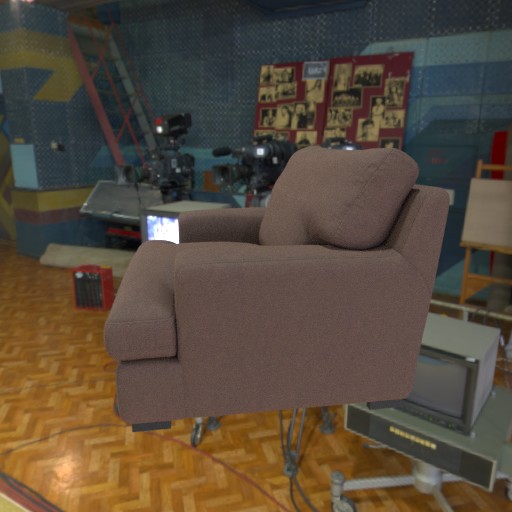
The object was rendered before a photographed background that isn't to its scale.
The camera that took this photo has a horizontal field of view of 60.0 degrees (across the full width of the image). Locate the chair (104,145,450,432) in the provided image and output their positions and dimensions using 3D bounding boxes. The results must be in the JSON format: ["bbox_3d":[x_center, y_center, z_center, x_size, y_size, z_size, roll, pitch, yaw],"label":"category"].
[{"bbox_3d":[0.000,0.000,1.963,1.143,0.940,1.168,-2,15,-9],"label":"chair"}]
